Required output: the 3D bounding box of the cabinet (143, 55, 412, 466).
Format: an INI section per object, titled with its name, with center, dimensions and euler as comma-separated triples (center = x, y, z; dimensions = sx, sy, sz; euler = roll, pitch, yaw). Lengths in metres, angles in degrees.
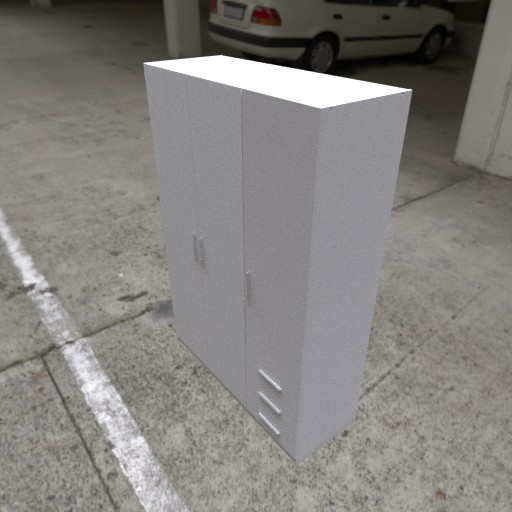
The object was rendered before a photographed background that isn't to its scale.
[cabinet]
center = 0.000, 0.000, 2.491
dimensions = 0.510, 1.910, 1.290
euler = -22, 38, -32
